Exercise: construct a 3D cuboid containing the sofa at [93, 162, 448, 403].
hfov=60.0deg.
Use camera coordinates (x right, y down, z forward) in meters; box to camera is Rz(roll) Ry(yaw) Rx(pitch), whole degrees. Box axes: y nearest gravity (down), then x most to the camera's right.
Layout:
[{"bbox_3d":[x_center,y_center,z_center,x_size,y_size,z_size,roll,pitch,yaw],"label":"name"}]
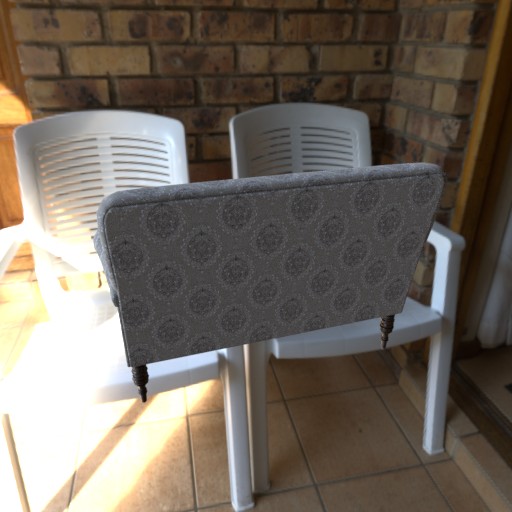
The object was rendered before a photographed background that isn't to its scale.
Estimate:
[{"bbox_3d":[0.000,0.000,1.900,1.297,0.889,0.779,-8,28,-16],"label":"sofa"}]
